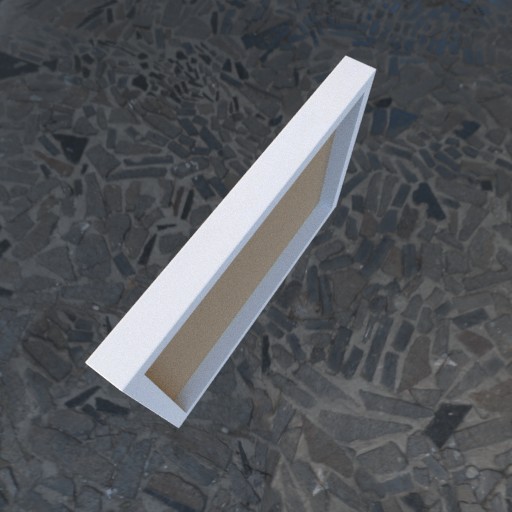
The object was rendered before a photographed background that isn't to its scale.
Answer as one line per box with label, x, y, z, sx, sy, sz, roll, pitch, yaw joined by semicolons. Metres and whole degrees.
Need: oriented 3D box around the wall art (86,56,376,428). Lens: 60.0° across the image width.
wall art;0.000;0.000;0.497;0.039;0.254;0.384;32;68;15
